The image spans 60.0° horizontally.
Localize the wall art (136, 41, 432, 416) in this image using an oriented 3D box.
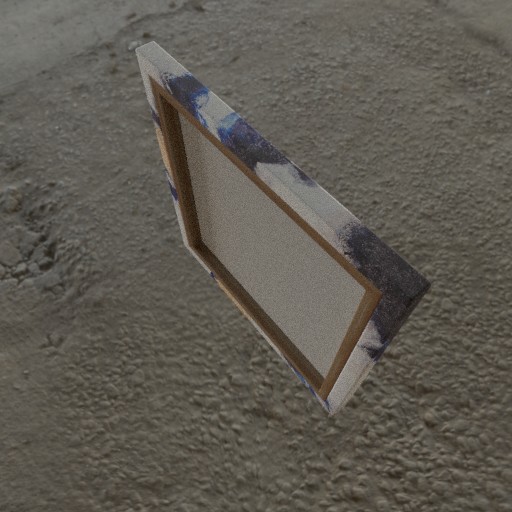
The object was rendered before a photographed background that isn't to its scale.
[{"bbox_3d":[0.000,0.000,0.891,0.039,0.609,0.609,-34,64,-19],"label":"wall art"}]
